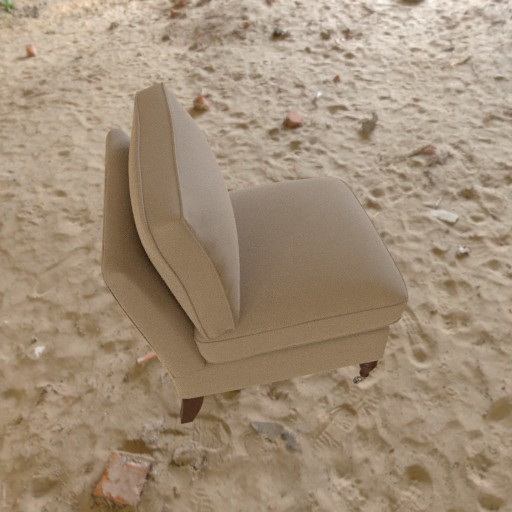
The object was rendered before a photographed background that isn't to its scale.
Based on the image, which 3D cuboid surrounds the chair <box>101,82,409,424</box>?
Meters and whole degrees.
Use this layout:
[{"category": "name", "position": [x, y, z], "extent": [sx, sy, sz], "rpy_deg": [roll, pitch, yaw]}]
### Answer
[{"category": "chair", "position": [0.000, 0.000, 1.623], "extent": [0.912, 1.052, 0.724], "rpy_deg": [-9, 47, -8]}]
